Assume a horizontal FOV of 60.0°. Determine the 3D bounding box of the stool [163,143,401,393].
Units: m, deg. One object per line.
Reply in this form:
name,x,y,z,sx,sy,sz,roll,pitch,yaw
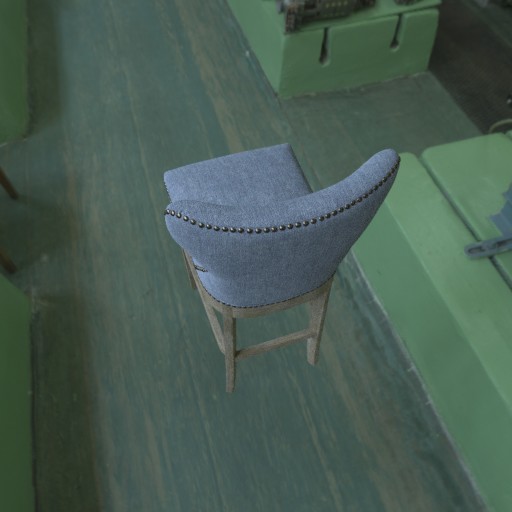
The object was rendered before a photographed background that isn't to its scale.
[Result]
stool,0.000,0.000,1.418,0.494,1.123,0.606,-15,58,-10
